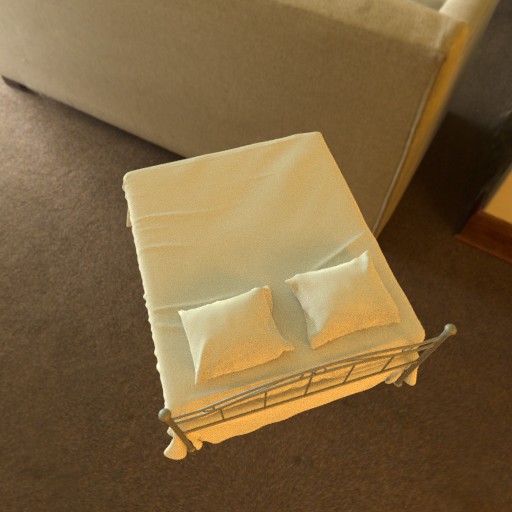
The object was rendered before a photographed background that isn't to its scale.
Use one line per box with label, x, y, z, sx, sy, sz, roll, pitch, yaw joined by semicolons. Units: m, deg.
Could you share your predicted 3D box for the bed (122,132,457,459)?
bed;0.000;0.000;3.269;1.936;1.080;2.215;-14;60;-8
